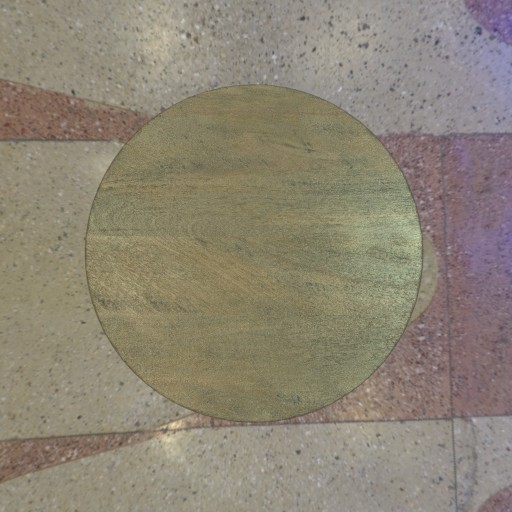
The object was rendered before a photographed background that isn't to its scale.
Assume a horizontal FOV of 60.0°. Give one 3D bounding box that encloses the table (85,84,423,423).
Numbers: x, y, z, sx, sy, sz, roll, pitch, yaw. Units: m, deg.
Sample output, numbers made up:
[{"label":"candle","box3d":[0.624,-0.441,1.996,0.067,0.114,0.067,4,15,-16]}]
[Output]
[{"label":"table","box3d":[0.000,0.000,0.754,0.405,0.454,0.405,0,89,1]}]
